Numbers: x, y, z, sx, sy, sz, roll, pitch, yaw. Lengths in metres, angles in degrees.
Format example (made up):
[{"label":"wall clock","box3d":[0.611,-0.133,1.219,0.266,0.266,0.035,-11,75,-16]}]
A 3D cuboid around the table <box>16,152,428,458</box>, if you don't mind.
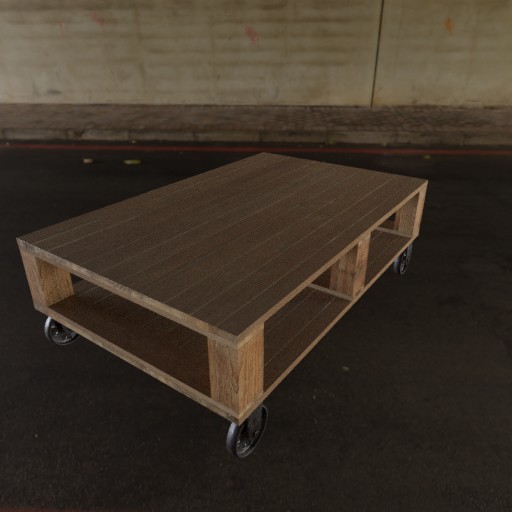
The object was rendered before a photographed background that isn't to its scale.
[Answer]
[{"label":"table","box3d":[0.000,0.000,1.670,0.827,0.413,1.299,18,32,31]}]
